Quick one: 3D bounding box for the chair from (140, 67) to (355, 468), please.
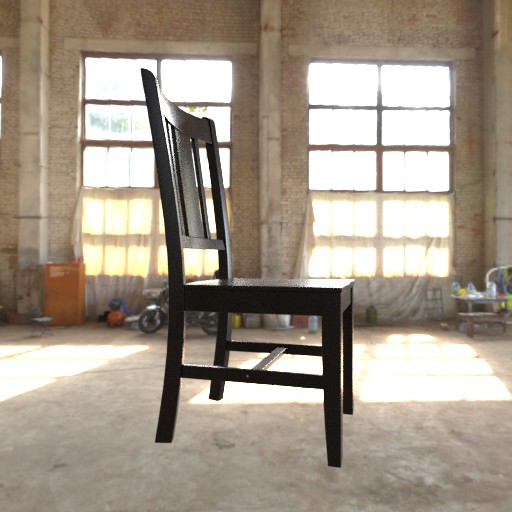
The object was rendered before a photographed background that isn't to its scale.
[{"bbox_3d":[0.000,0.000,1.314,0.555,0.998,0.450,0,0,17],"label":"chair"}]
